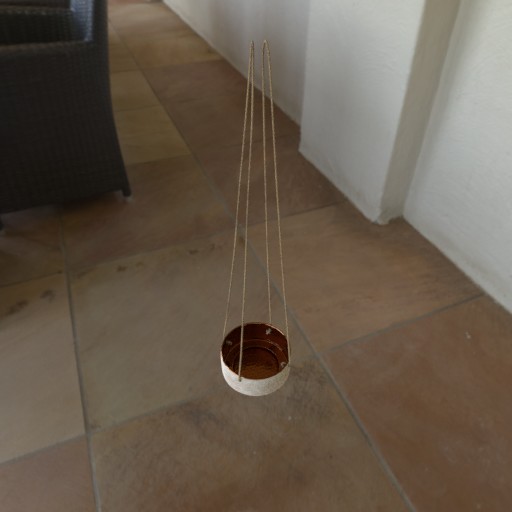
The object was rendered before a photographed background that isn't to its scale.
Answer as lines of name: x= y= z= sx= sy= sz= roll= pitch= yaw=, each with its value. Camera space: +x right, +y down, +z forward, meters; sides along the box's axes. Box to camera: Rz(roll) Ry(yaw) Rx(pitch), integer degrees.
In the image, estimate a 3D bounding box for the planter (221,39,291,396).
planter: x=0.000 y=0.000 z=1.135 sx=0.223 sy=1.030 sz=0.223 roll=-13 pitch=43 yaw=-14
